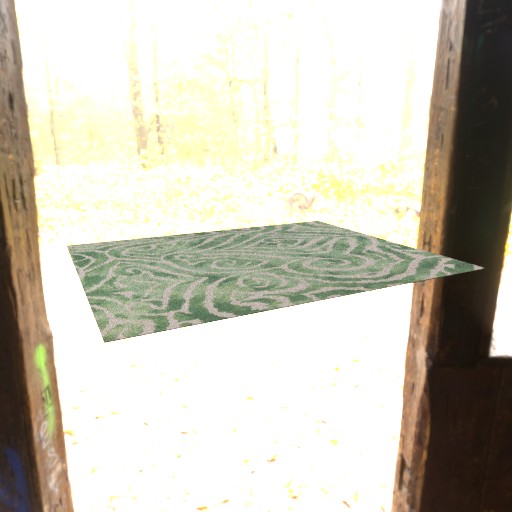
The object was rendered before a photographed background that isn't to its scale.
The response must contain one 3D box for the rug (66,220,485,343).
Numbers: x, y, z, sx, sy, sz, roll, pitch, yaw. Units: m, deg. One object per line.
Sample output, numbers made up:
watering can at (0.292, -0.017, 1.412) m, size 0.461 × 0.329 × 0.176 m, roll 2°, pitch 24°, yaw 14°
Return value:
rug at (0.000, 0.000, 4.073) m, size 3.045 × 0.007 × 2.436 m, roll -8°, pitch 17°, yaw -26°
